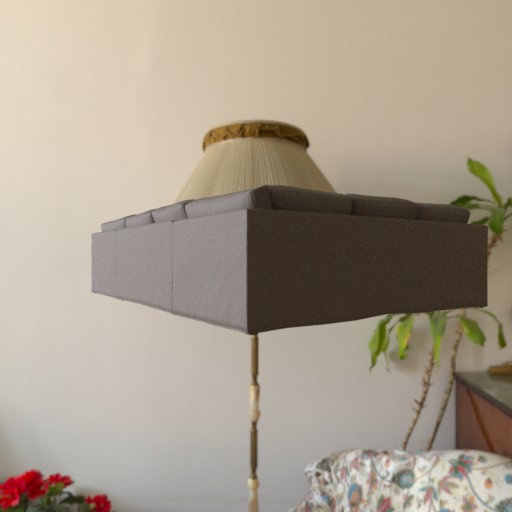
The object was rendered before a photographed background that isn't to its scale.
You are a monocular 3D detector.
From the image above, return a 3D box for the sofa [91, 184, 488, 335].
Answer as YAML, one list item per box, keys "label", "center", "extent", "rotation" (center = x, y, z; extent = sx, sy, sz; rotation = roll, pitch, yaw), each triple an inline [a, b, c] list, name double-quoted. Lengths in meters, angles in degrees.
- label: "sofa"
  center: [0.000, 0.000, 4.499]
  extent: [2.427, 0.882, 3.460]
  rotation: [0, 0, -34]
